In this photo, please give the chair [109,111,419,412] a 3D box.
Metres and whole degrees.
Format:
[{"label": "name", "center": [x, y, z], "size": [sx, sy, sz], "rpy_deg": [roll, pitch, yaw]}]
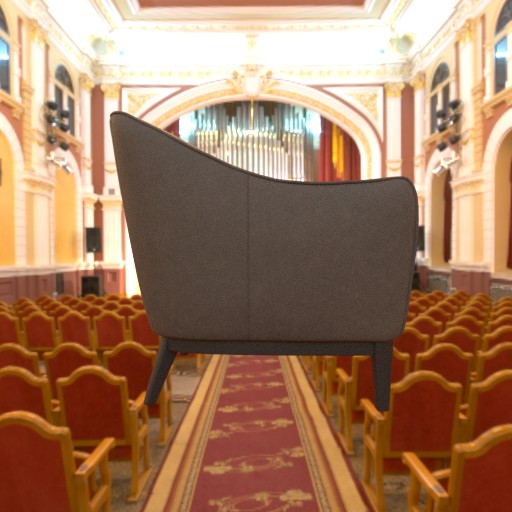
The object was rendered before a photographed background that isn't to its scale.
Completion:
[{"label": "chair", "center": [0.000, 0.000, 1.543], "size": [0.852, 0.830, 0.871], "rpy_deg": [0, 0, 0]}]
